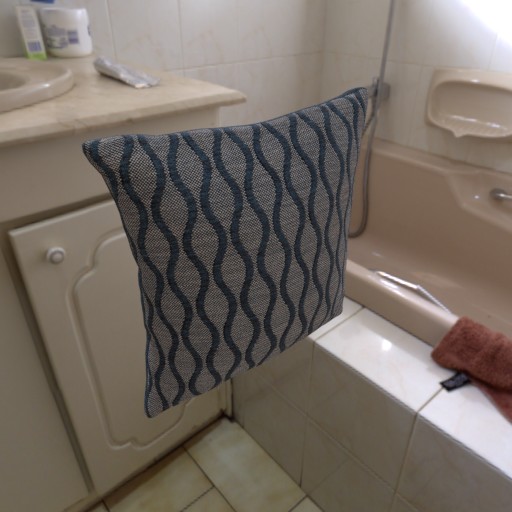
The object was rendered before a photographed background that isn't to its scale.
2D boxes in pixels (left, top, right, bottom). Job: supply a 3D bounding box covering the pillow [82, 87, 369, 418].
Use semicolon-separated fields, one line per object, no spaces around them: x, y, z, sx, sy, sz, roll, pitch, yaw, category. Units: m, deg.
0.000;0.000;0.668;0.435;0.435;0.159;-22;38;-32;pillow
